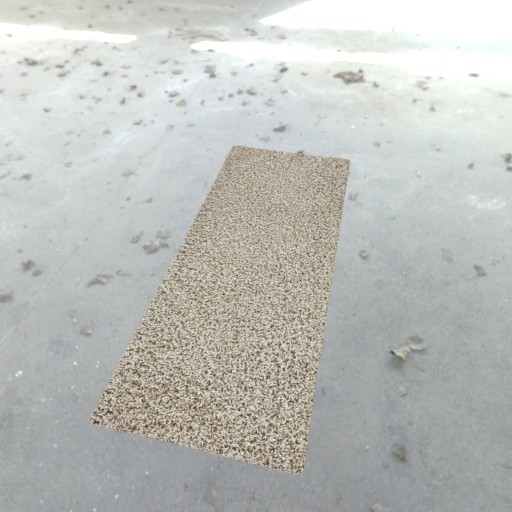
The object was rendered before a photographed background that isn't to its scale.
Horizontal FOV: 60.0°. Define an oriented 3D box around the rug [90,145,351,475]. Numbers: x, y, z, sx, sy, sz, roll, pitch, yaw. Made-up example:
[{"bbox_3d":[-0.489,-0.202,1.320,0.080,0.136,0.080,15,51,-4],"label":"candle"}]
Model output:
[{"bbox_3d":[0.000,0.000,1.727,0.609,0.030,1.524,9,45,9],"label":"rug"}]
